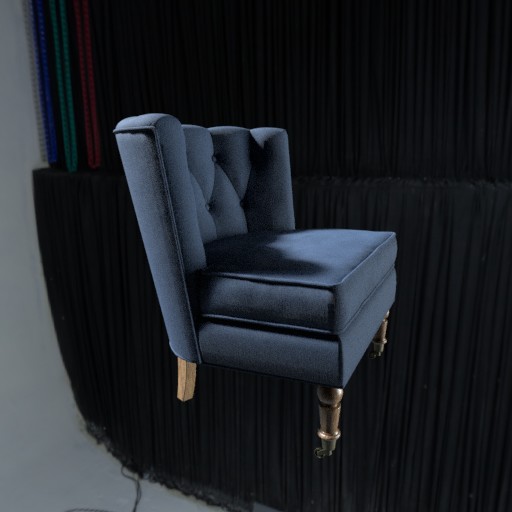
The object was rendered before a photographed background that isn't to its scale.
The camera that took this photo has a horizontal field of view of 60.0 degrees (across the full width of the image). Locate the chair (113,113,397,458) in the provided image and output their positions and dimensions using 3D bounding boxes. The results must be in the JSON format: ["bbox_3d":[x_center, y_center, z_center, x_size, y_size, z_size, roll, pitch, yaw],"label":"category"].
[{"bbox_3d":[0.000,0.000,1.310,0.718,0.771,0.740,6,14,25],"label":"chair"}]
